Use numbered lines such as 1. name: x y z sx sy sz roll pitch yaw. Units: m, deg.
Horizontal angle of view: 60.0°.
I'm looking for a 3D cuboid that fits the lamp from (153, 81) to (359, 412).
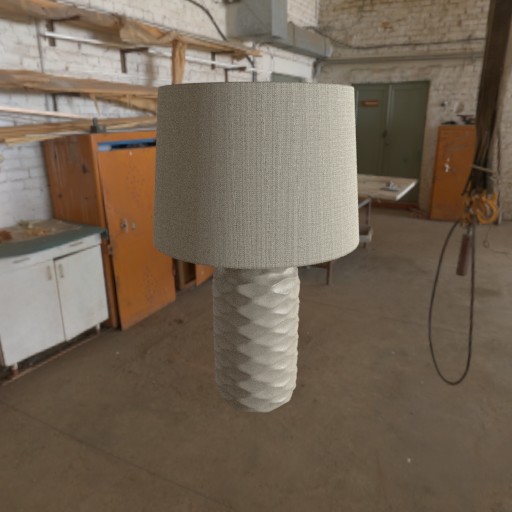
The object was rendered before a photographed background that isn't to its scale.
1. lamp: 0.000 0.000 0.839 0.376 0.594 0.376 0 18 0
